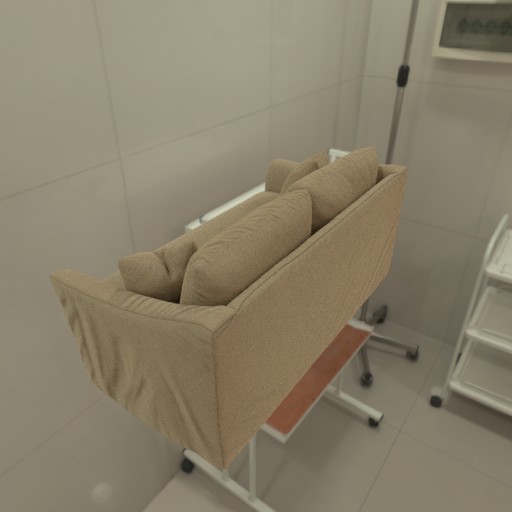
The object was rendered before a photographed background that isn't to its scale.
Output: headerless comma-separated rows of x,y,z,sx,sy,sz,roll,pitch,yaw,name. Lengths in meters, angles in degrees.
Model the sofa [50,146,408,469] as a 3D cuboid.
0.000,0.000,2.645,1.072,1.018,2.010,20,37,30,sofa
